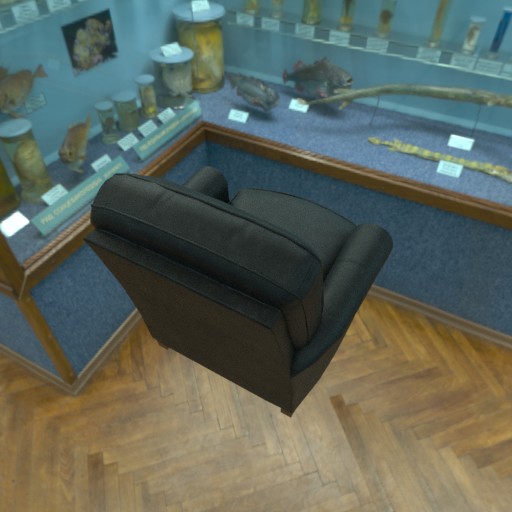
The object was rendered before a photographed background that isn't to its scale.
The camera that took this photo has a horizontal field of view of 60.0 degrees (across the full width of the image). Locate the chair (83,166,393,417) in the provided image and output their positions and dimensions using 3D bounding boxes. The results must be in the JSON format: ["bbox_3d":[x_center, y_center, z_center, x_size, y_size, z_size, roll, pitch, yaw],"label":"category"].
[{"bbox_3d":[0.000,0.000,1.783,0.936,1.018,0.986,23,50,21],"label":"chair"}]
